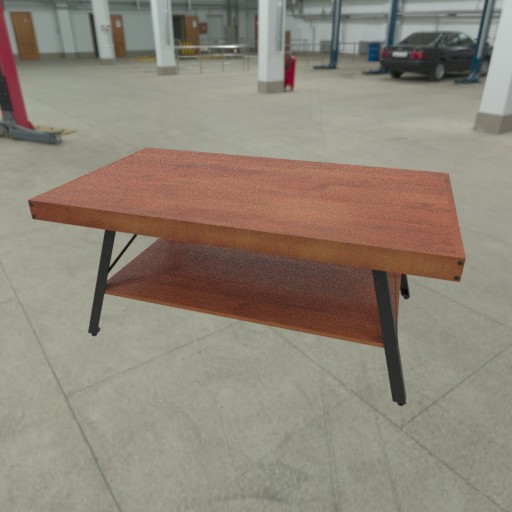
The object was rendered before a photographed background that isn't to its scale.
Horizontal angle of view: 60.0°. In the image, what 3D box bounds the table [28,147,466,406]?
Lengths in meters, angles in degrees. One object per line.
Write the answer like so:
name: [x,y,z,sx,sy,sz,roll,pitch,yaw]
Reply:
table: [0.000,0.000,1.380,1.067,0.457,0.610,9,29,16]
